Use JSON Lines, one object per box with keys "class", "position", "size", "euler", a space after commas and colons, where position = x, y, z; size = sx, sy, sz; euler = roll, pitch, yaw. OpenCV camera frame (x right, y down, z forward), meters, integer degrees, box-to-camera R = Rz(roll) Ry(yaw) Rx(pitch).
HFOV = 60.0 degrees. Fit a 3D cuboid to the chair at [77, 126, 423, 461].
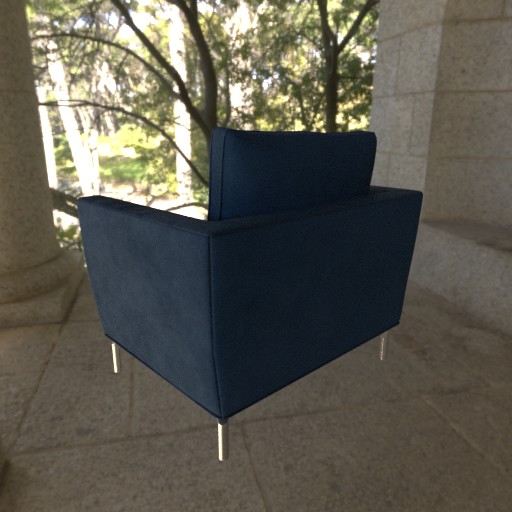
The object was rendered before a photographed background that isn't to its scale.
{"class": "chair", "position": [0.000, 0.000, 1.596], "size": [0.977, 0.893, 0.746], "euler": [-14, 22, -41]}
